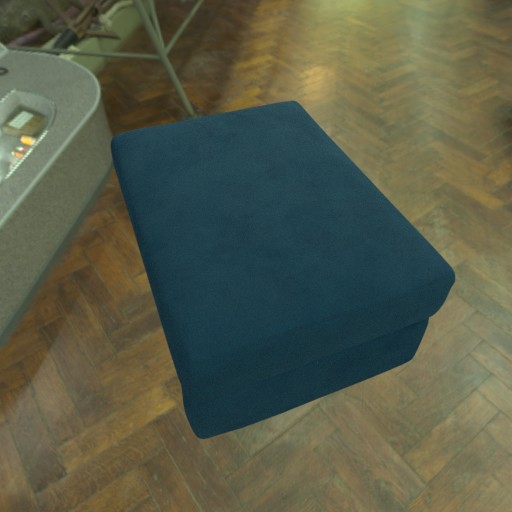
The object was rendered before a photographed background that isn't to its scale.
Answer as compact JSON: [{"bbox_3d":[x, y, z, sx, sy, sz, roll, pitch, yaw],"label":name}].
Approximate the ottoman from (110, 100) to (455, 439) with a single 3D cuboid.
[{"bbox_3d":[0.000,0.000,1.166,0.572,0.503,0.773,-16,49,-15],"label":"ottoman"}]
